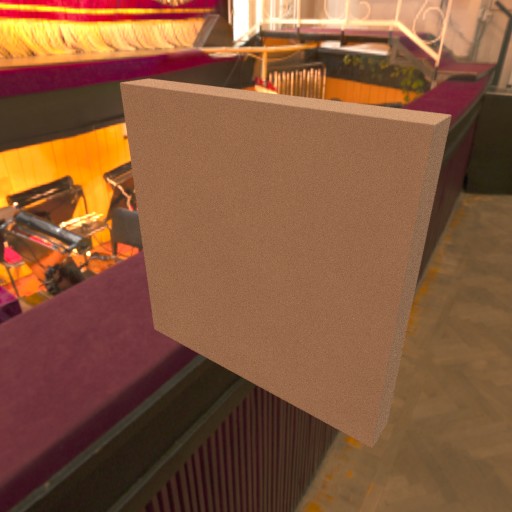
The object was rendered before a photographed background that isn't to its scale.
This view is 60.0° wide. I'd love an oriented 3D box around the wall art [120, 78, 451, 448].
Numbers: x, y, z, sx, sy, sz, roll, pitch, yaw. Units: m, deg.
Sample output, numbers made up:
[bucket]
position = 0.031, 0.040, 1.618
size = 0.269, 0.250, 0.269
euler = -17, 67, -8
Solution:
[wall art]
position = 0.000, 0.000, 0.443
size = 0.305, 0.305, 0.038
euler = 20, 35, 31
